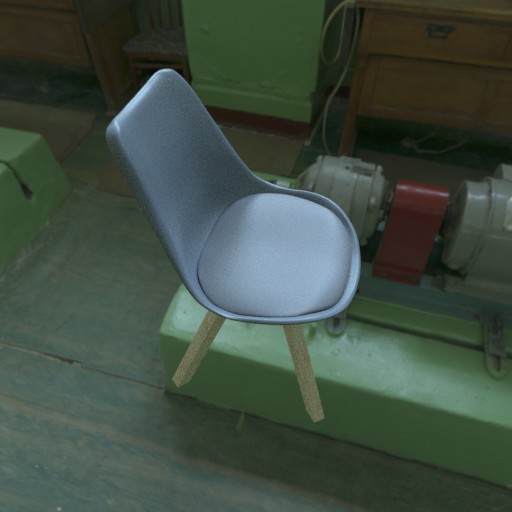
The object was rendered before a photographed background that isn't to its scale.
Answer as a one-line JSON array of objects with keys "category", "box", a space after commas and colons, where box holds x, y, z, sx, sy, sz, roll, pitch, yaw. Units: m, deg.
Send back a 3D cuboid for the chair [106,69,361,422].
[{"category": "chair", "box": [0.000, 0.000, 1.185, 0.550, 0.850, 0.485, 11, 49, 10]}]
